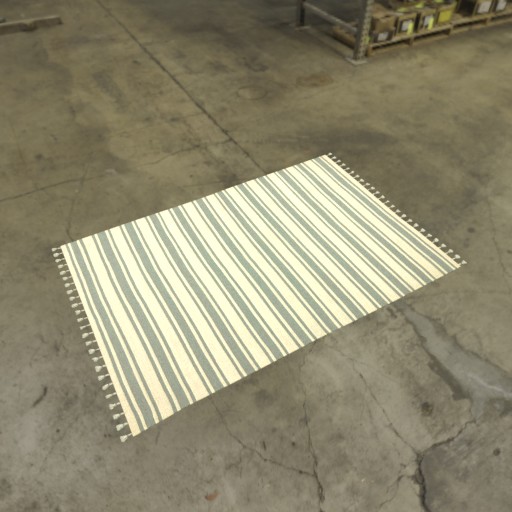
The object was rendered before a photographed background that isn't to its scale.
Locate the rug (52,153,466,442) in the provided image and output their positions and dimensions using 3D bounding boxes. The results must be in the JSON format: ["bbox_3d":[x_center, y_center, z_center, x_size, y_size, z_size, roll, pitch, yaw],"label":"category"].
[{"bbox_3d":[0.000,0.000,3.036,2.410,0.011,1.539,-23,50,-20],"label":"rug"}]
